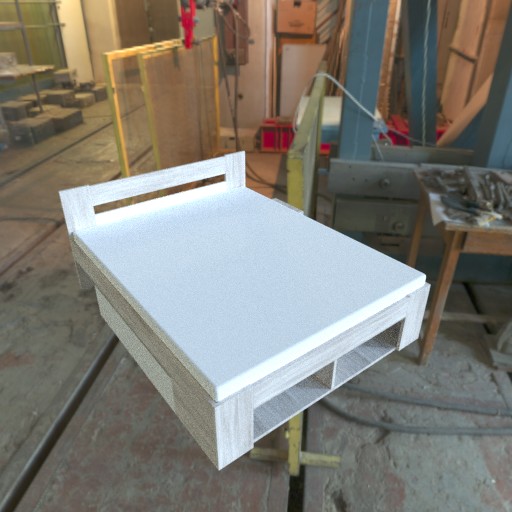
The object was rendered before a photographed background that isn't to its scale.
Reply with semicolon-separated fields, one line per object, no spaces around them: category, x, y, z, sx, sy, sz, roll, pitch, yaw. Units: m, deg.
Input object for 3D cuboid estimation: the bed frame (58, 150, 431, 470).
bed frame;0.000;0.000;3.254;2.040;0.860;2.050;-21;36;-32
